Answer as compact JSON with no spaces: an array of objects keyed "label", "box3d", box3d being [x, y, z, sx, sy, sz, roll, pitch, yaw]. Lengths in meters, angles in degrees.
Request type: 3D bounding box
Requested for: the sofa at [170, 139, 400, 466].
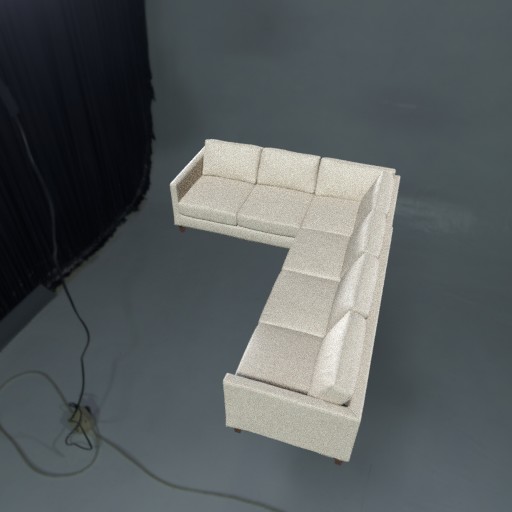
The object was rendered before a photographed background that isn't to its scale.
[{"label":"sofa","box3d":[0.000,0.000,4.336,2.432,0.863,3.182,12,42,14]}]
